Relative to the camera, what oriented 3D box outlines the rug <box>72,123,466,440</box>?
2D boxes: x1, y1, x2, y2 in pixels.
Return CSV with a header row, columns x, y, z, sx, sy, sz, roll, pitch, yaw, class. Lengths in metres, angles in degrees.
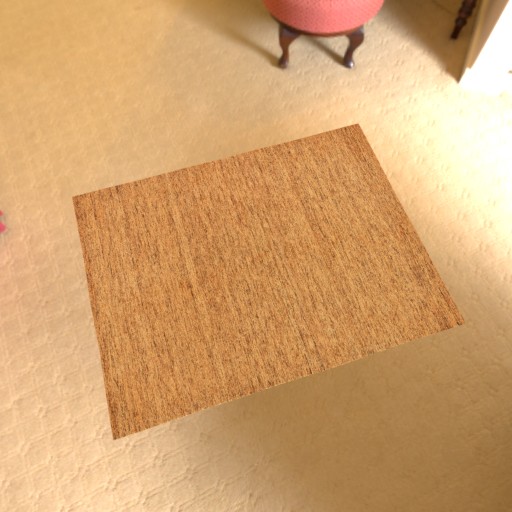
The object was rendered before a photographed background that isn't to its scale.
x,y,z,sx,sy,sz,roll,pitch,yaw,class
0.000,0.000,4.286,3.200,0.012,2.438,-16,66,-7,rug
